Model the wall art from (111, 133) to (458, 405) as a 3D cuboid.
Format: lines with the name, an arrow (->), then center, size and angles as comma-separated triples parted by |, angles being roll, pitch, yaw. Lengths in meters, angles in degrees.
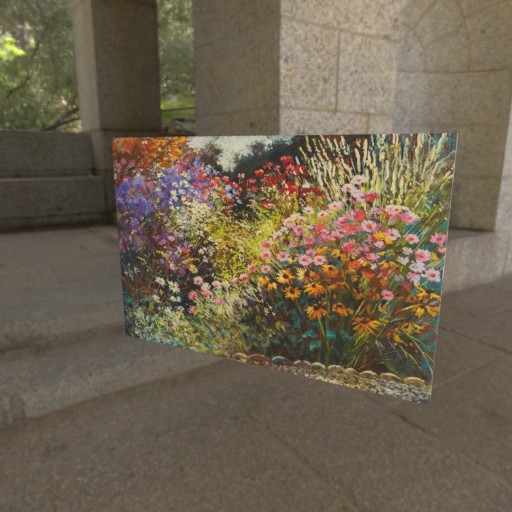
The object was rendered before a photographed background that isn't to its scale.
wall art -> 0.000, 0.000, 1.453 | 1.136, 0.760, 0.042 | 7, 15, 25
